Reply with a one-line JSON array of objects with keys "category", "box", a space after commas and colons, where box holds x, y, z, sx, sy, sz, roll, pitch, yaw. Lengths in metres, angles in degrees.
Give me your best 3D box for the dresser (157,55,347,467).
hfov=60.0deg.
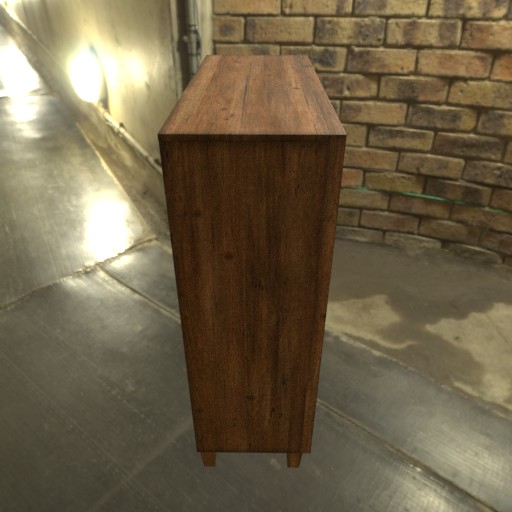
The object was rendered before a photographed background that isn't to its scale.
[{"category": "dresser", "box": [0.000, 0.000, 1.825, 0.438, 1.359, 1.067, 0, 33, 1]}]
